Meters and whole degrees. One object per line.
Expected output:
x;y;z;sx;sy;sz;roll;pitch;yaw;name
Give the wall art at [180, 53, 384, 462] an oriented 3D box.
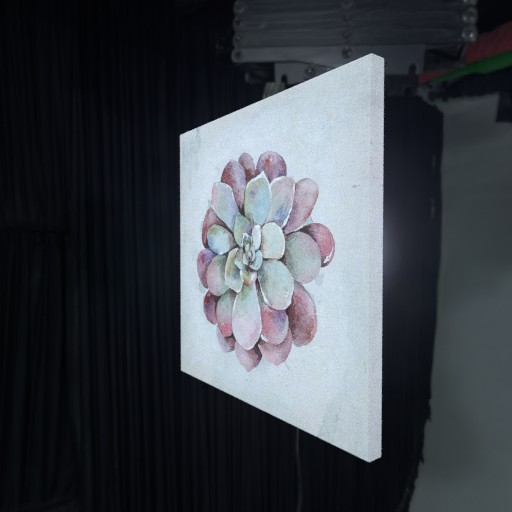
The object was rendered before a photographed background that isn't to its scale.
0.000;0.000;1.140;0.041;0.762;0.762;-1;2;-37;wall art
